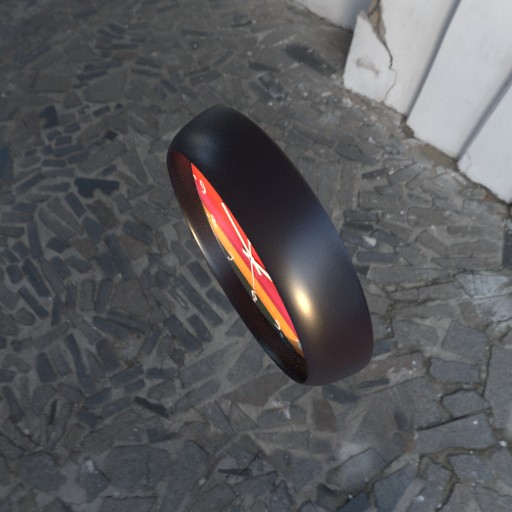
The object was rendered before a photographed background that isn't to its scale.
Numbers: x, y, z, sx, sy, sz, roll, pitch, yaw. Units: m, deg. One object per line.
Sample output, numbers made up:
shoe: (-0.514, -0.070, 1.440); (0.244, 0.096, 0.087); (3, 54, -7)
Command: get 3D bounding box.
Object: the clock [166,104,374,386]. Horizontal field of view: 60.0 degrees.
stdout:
clock: (0.000, 0.000, 0.457); (0.060, 0.300, 0.300); (-30, 68, -13)
